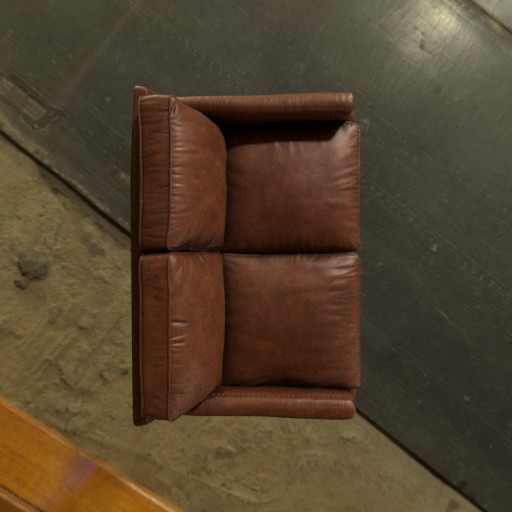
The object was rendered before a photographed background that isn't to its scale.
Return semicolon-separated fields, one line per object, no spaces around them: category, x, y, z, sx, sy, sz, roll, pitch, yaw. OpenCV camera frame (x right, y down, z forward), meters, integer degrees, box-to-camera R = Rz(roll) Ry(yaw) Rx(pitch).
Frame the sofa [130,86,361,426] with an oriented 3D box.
sofa;0.000;0.000;2.282;1.083;1.003;1.628;0;90;2
